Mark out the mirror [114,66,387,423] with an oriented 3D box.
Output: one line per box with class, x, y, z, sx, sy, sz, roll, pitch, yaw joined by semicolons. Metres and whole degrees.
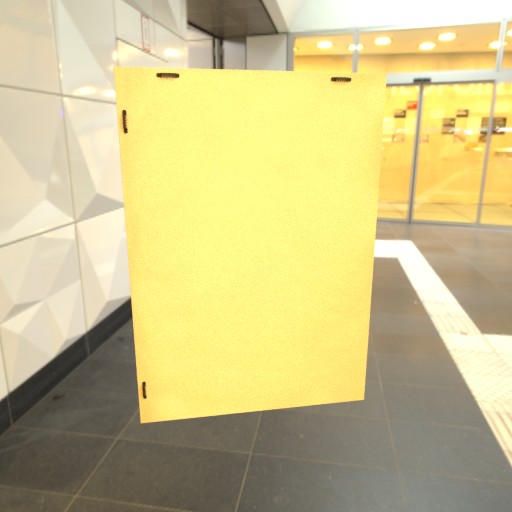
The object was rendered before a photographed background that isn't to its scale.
mirror;0.000;0.000;0.916;0.507;0.710;0.040;-3;15;-10
